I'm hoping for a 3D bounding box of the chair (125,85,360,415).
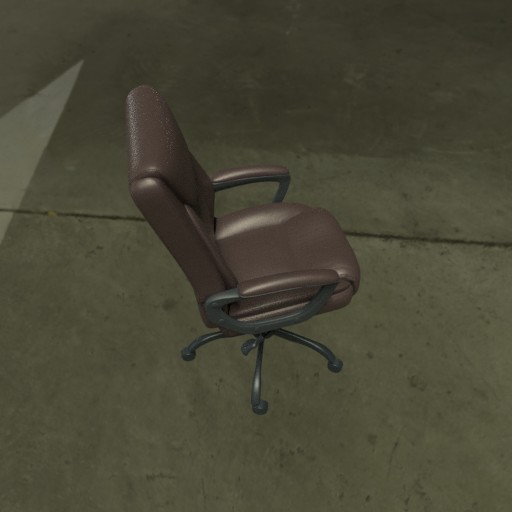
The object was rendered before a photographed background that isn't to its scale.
[{"bbox_3d":[0.000,0.000,1.484,0.655,1.072,0.615,-9,46,-9],"label":"chair"}]
